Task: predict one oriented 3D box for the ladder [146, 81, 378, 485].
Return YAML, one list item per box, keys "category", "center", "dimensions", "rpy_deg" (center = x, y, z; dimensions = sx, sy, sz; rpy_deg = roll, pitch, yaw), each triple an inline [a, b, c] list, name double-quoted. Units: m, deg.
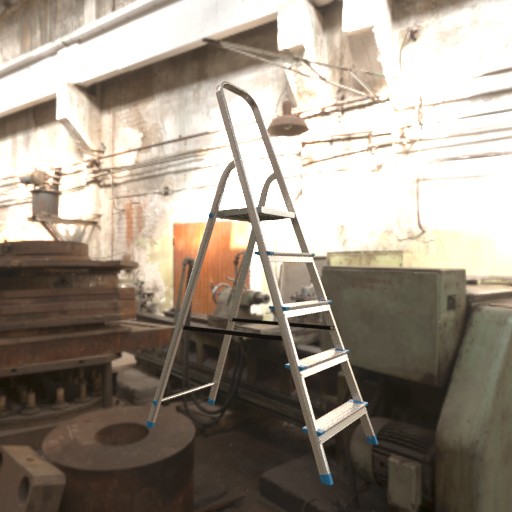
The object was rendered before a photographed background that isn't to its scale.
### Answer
- category: "ladder"
  center: [0.000, 0.000, 2.064]
  dimensions: [0.990, 1.648, 0.468]
  rpy_deg: [-1, -2, 36]
